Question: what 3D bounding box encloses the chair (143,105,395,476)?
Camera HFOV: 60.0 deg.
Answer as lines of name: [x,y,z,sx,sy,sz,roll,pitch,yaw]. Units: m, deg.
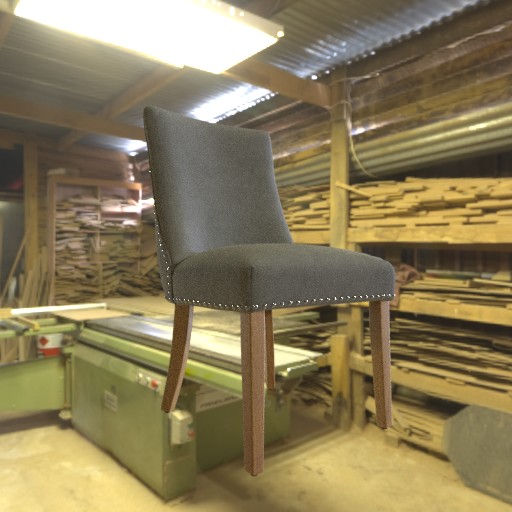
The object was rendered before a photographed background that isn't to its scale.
chair: [0.000,0.000,1.258,0.495,0.902,0.610,1,-1,-37]
